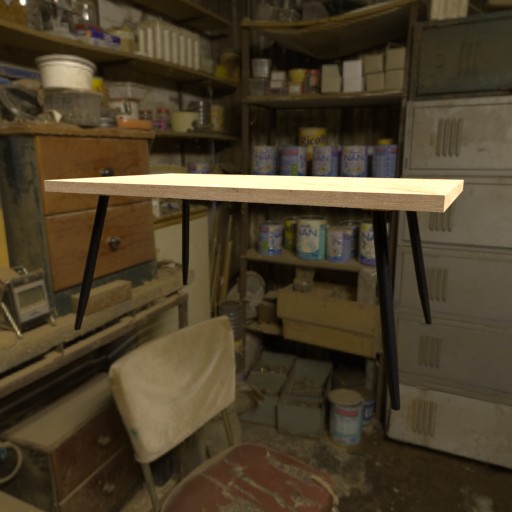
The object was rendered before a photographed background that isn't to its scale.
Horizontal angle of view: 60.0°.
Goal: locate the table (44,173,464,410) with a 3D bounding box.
[{"bbox_3d":[0.000,0.000,2.256,1.803,0.762,0.991,7,14,27],"label":"table"}]
